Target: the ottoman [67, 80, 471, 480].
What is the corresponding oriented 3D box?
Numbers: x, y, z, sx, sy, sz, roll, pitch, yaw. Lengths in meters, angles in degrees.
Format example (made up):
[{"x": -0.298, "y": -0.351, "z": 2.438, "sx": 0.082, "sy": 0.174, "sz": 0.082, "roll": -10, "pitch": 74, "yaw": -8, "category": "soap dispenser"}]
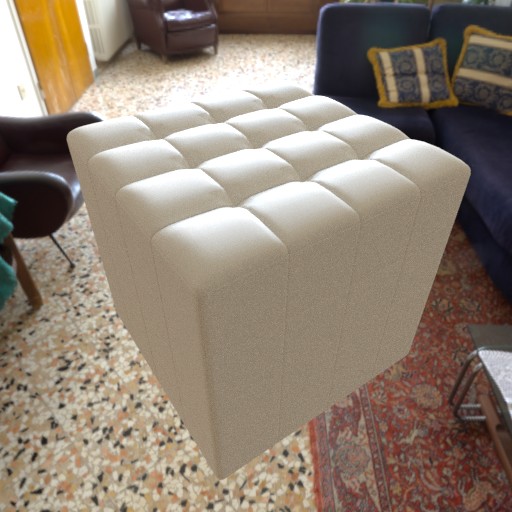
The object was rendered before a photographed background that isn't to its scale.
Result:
[{"x": 0.000, "y": 0.000, "z": 0.766, "sx": 0.425, "sy": 0.432, "sz": 0.425, "roll": -24, "pitch": 45, "yaw": -26, "category": "ottoman"}]
